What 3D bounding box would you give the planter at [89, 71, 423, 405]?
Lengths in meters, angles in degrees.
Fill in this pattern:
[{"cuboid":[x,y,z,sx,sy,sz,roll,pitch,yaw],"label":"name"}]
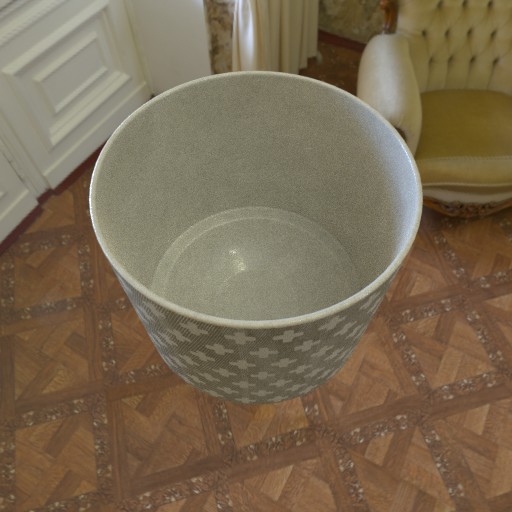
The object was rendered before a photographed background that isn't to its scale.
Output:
[{"cuboid":[0.000,0.000,0.333,0.190,0.181,0.190,0,58,0],"label":"planter"}]
